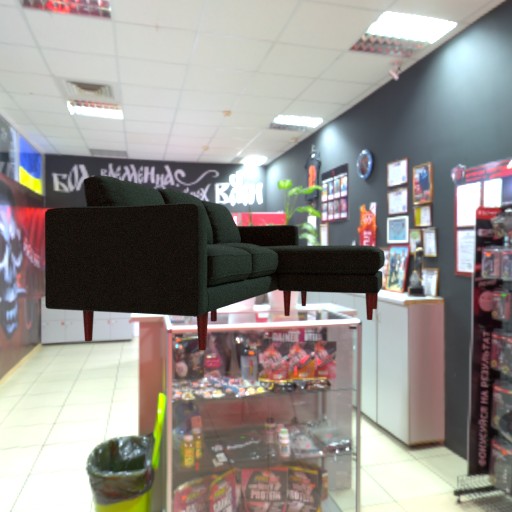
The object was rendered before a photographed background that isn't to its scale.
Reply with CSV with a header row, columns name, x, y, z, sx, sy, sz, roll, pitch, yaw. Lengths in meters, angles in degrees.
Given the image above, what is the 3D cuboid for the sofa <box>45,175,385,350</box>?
name,x,y,z,sx,sy,sz,roll,pitch,yaw
sofa,0.000,0.000,2.943,1.580,0.899,2.030,0,1,18
